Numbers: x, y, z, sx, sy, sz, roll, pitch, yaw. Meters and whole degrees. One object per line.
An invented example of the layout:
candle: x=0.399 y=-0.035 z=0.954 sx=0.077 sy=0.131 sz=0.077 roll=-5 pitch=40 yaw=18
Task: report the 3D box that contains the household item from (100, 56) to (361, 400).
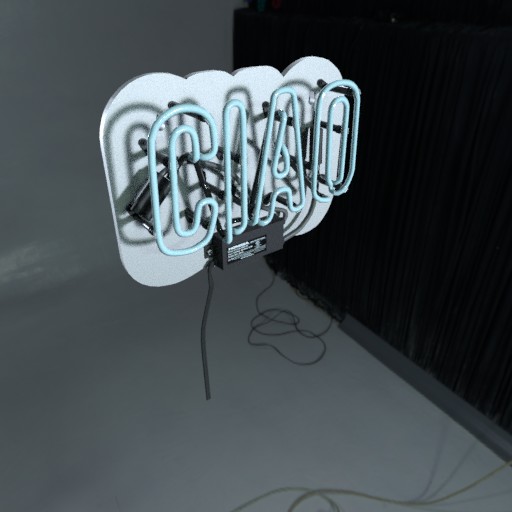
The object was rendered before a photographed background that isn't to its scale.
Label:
household item: x=0.000 y=0.000 z=0.372 sx=0.211 sy=0.294 sz=0.042 roll=-21 pitch=36 yaw=-31
